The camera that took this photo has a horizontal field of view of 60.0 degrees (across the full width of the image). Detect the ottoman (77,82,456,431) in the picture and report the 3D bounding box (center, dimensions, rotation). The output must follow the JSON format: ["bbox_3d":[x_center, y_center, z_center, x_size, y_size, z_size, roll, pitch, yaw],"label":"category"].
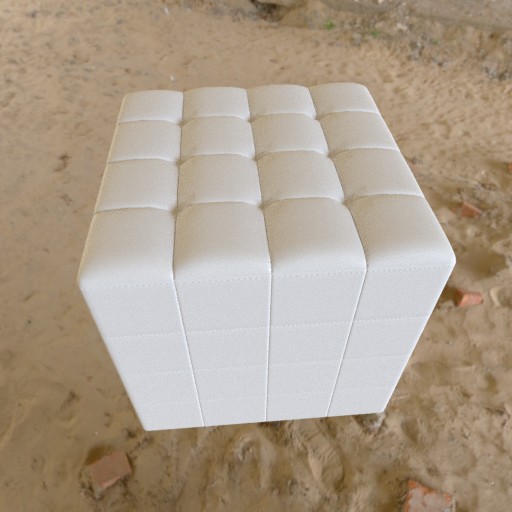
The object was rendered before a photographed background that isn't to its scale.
[{"bbox_3d":[0.000,0.000,0.773,0.425,0.432,0.425,-3,47,-3],"label":"ottoman"}]
